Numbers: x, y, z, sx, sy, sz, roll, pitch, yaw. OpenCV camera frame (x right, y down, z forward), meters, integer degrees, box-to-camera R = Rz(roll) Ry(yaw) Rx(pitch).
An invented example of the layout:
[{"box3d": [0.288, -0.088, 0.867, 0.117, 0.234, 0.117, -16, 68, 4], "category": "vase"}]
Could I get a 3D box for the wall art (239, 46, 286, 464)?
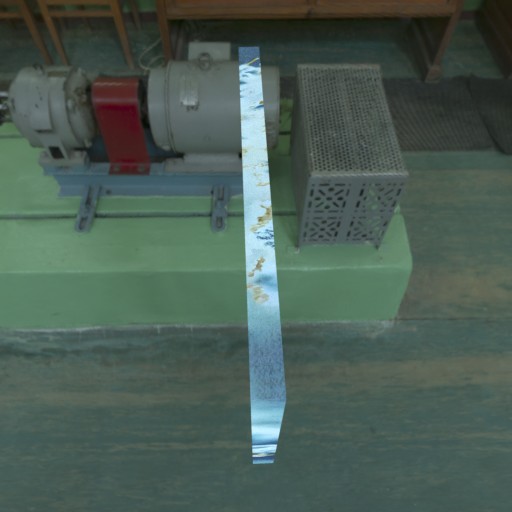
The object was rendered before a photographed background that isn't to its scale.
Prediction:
[{"box3d": [0.000, 0.000, 0.777, 0.036, 0.405, 0.607, -2, 57, -1], "category": "wall art"}]
